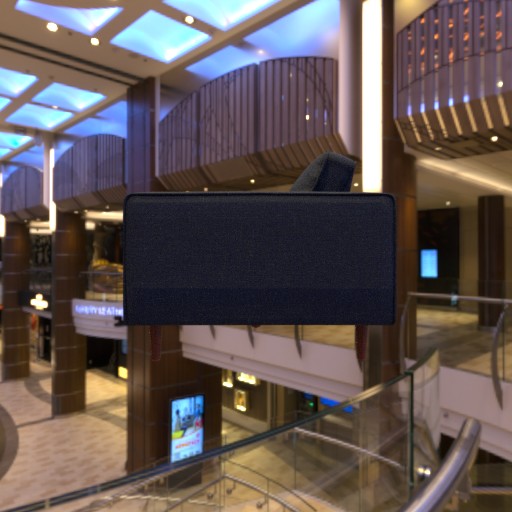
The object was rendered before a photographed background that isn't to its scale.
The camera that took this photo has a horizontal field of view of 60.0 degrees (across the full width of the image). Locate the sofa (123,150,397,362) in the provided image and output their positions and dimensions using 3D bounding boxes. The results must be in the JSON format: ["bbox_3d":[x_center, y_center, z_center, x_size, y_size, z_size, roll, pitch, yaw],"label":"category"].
[{"bbox_3d":[0.000,0.000,2.358,0.914,0.762,1.880,0,0,0],"label":"sofa"}]
